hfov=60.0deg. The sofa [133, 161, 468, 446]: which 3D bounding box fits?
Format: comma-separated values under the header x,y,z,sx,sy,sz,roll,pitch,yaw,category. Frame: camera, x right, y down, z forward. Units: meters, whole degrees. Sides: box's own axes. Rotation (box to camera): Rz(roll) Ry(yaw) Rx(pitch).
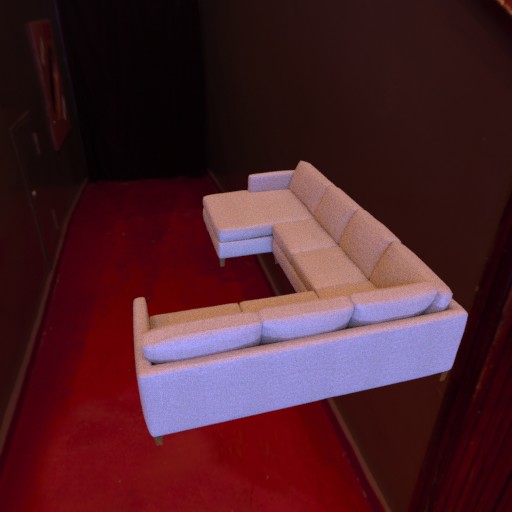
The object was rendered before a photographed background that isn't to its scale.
x,y,z,sx,sy,sz,roll,pitch,yaw,category
0.000,0.000,4.745,2.594,0.961,3.460,-8,32,-13,sofa
